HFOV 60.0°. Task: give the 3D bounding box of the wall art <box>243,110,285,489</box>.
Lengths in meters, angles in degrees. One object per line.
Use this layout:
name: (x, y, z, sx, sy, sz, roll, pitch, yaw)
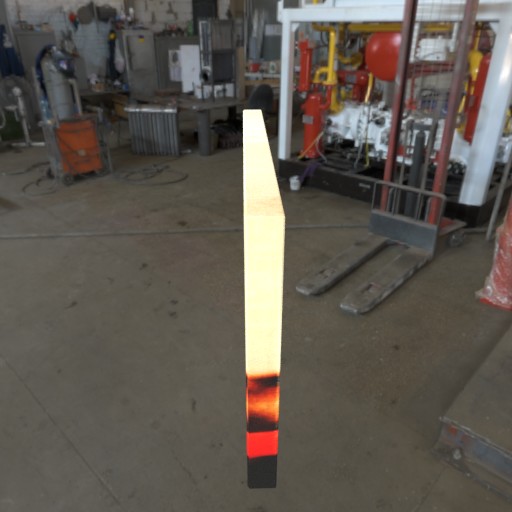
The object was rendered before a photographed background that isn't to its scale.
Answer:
wall art: (0.000, 0.000, 0.788, 0.040, 0.402, 0.613, -1, 27, -1)
